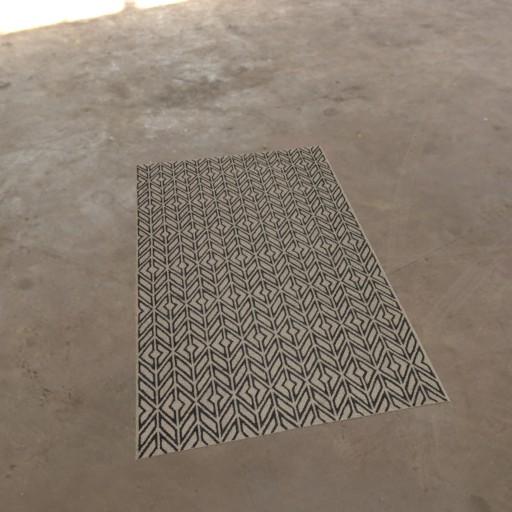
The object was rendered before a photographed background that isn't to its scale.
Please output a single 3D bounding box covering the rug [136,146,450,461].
[{"bbox_3d":[0.000,0.000,2.284,1.220,0.007,1.828,-8,47,-7],"label":"rug"}]
